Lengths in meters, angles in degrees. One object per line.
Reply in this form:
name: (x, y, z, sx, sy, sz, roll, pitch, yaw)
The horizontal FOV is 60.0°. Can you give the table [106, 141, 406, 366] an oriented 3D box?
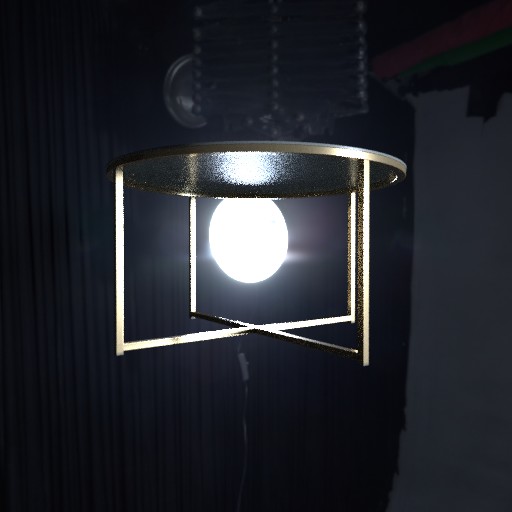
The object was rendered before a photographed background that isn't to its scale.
table: (0.000, 0.000, 1.248, 0.800, 0.450, 0.800, 0, 1, 0)
